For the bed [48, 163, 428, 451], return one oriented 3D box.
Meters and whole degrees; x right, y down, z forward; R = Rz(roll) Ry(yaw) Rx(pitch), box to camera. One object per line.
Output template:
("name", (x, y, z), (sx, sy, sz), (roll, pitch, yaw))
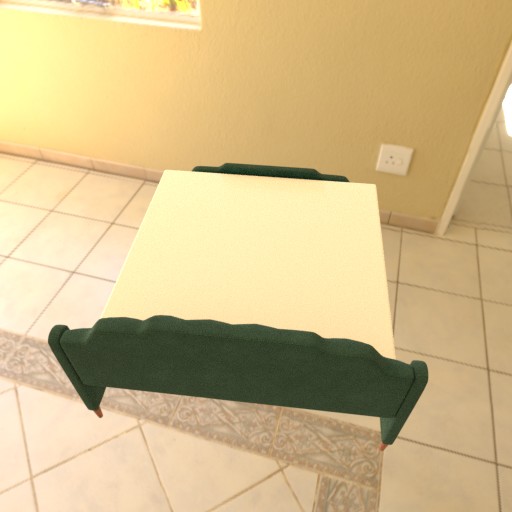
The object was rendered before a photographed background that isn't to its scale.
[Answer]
("bed", (0.000, 0.000, 3.451), (2.074, 1.245, 2.340), (5, 47, 5))
